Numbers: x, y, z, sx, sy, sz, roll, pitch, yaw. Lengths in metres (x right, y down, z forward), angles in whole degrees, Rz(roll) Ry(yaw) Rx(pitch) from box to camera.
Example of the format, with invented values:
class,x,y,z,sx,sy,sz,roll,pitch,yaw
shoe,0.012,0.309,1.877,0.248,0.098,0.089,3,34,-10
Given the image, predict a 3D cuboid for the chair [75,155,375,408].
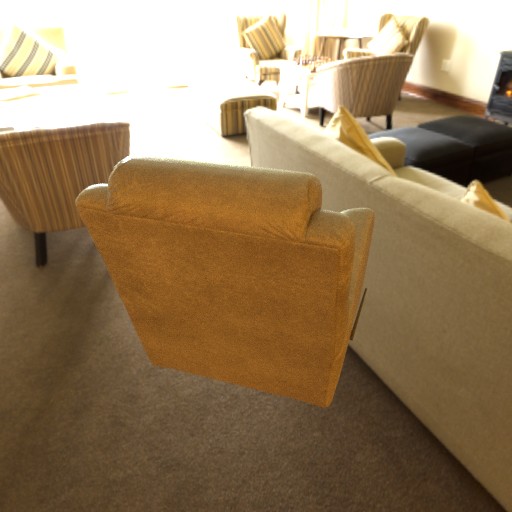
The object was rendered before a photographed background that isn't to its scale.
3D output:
class,x,y,z,sx,sy,sz,roll,pitch,yaw
chair,0.000,0.000,1.926,0.967,1.116,1.068,10,34,15
